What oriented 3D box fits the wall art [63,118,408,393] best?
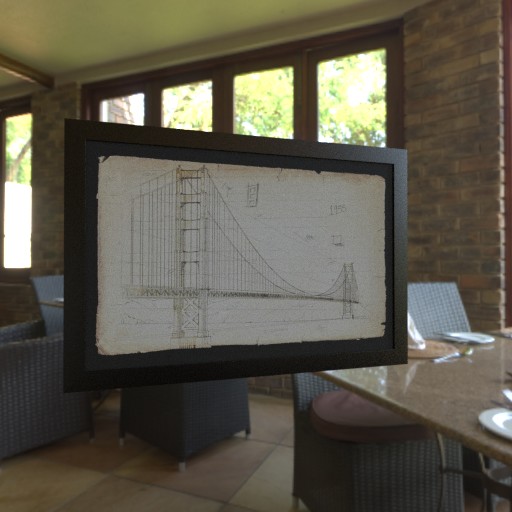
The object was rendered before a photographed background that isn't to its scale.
[{"bbox_3d":[0.000,0.000,0.827,0.660,0.447,0.013,0,-1,-18],"label":"wall art"}]
